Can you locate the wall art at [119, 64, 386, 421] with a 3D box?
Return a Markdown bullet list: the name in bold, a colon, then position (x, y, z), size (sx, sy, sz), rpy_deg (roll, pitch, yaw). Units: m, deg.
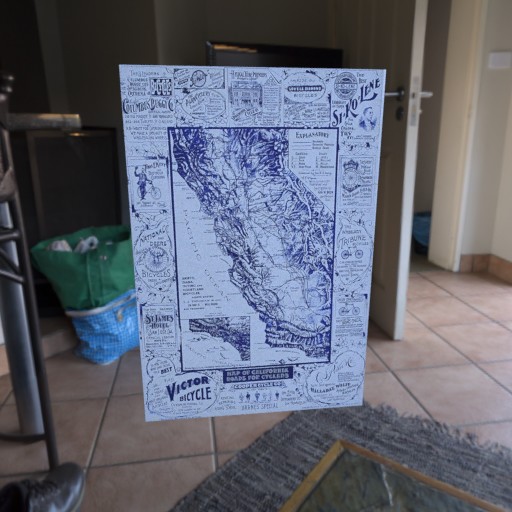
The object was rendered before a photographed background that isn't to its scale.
- **wall art**: position (0.000, 0.000, 0.957), size (0.511, 0.753, 0.039), rpy_deg (-2, 15, -7)
